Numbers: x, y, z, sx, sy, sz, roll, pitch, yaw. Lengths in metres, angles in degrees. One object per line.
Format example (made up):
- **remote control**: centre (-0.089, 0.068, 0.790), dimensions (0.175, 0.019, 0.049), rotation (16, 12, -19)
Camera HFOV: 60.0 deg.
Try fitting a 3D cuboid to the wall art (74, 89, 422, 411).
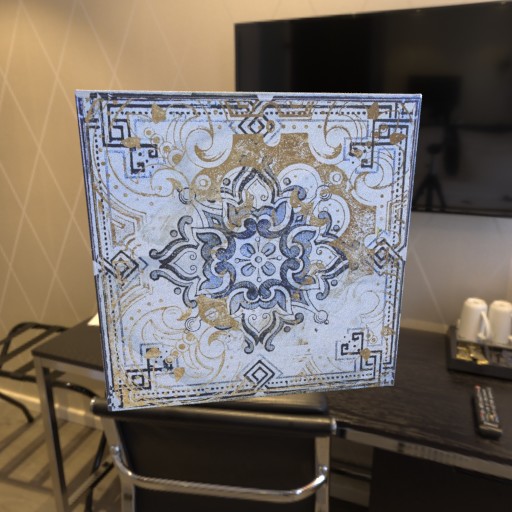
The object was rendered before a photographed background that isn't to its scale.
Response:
- **wall art**: centre (0.000, 0.000, 0.593), dimensions (0.411, 0.410, 0.038), rotation (-2, 16, -9)
